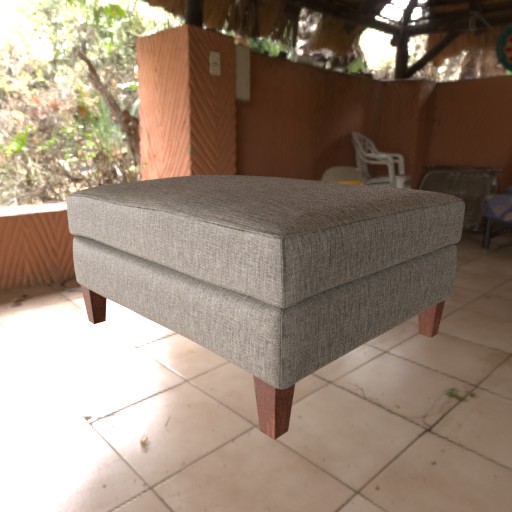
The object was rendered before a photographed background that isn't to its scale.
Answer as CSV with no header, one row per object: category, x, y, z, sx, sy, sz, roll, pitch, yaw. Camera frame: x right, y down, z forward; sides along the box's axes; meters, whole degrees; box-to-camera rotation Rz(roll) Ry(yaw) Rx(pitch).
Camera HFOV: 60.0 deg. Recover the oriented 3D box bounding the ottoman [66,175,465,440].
ottoman,0.000,0.000,1.438,0.839,0.492,0.994,-13,20,-43
